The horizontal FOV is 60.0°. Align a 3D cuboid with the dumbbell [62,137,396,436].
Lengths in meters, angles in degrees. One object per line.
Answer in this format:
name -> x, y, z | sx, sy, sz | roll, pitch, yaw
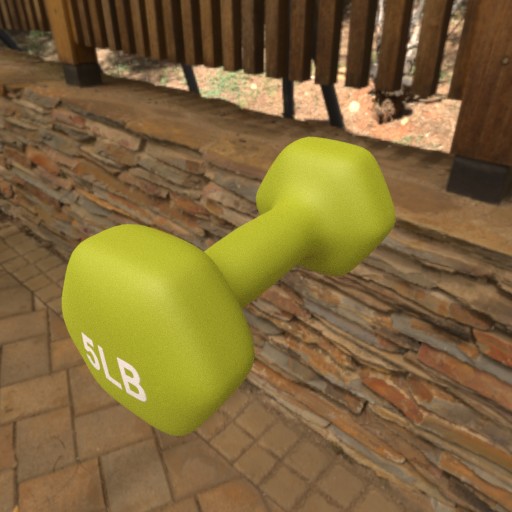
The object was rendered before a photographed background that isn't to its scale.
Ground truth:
dumbbell -> 0.000, 0.000, 0.202 | 0.080, 0.072, 0.164 | 22, 38, 31
